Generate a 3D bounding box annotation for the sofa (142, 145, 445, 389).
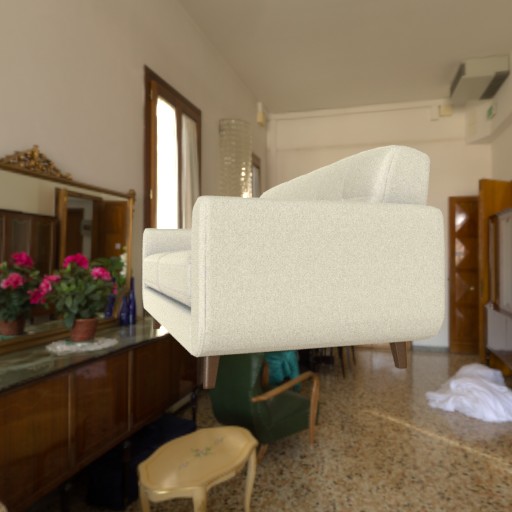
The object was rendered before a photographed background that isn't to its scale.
[{"bbox_3d":[0.000,0.000,2.247,0.980,0.892,1.655,0,0,-20],"label":"sofa"}]
